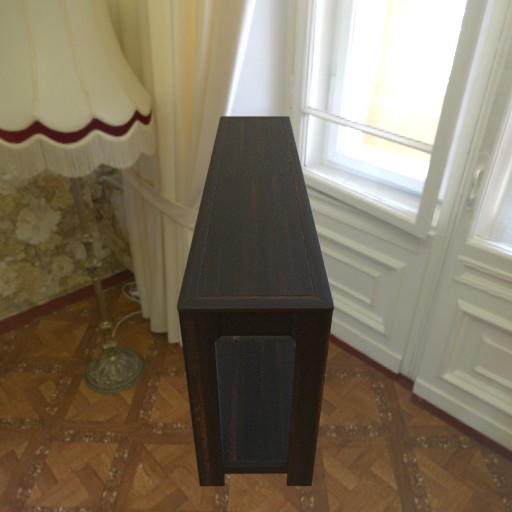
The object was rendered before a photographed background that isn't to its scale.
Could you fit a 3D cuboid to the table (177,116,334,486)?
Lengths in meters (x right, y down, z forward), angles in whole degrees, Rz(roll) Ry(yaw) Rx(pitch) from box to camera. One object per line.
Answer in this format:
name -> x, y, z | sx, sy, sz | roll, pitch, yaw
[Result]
table -> 0.000, 0.000, 1.940 | 0.384, 0.762, 1.631 | 0, 33, 0
